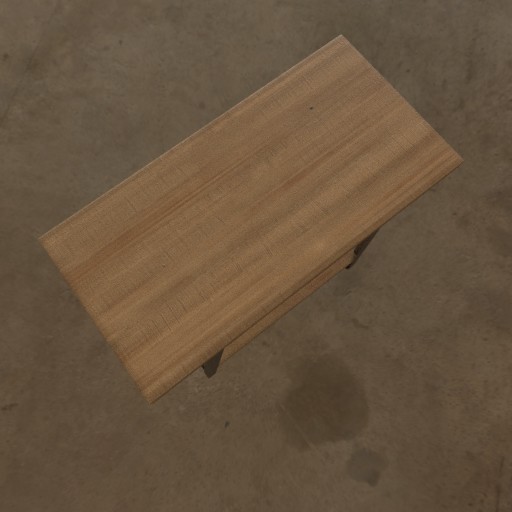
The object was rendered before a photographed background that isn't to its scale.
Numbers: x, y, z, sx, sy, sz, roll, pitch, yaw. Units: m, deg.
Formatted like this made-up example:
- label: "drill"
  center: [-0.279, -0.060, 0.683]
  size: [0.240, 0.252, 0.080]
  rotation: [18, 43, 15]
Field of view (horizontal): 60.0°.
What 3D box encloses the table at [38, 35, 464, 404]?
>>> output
- label: "table"
  center: [0.000, 0.000, 1.021]
  size: [0.599, 0.701, 0.300]
  rotation: [-37, 78, -9]
